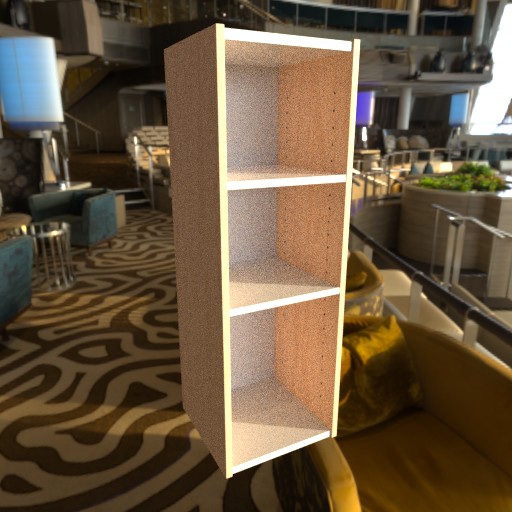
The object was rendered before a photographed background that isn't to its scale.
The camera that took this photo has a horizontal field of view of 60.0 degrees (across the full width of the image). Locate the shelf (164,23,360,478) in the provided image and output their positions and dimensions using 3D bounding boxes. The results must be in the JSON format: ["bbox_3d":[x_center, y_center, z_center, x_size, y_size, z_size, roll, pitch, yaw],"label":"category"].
[{"bbox_3d":[0.000,0.000,1.033,0.300,0.900,0.290,-8,18,-27],"label":"shelf"}]
